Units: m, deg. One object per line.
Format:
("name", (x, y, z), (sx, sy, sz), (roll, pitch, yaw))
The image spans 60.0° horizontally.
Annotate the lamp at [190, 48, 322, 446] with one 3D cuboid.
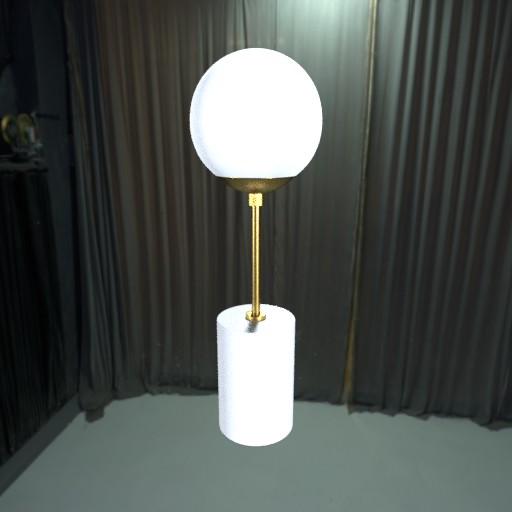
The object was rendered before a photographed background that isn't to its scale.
("lamp", (0.000, 0.000, 0.559), (0.153, 0.480, 0.153), (0, 14, 0))
